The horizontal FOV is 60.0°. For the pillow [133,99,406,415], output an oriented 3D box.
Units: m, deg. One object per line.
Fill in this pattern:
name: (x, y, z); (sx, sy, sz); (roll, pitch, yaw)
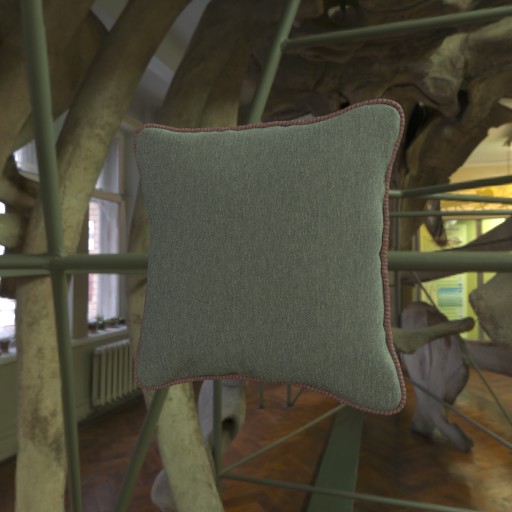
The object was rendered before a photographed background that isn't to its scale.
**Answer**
pillow: (0.000, 0.000, 0.754); (0.482, 0.491, 0.124); (0, -1, 18)
